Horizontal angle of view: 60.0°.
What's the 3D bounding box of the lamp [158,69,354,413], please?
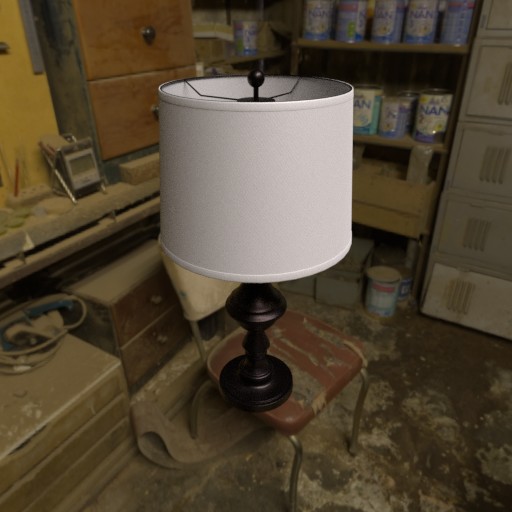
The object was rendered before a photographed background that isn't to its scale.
[{"bbox_3d":[0.000,0.000,0.929,0.383,0.726,0.383,0,29,0],"label":"lamp"}]
